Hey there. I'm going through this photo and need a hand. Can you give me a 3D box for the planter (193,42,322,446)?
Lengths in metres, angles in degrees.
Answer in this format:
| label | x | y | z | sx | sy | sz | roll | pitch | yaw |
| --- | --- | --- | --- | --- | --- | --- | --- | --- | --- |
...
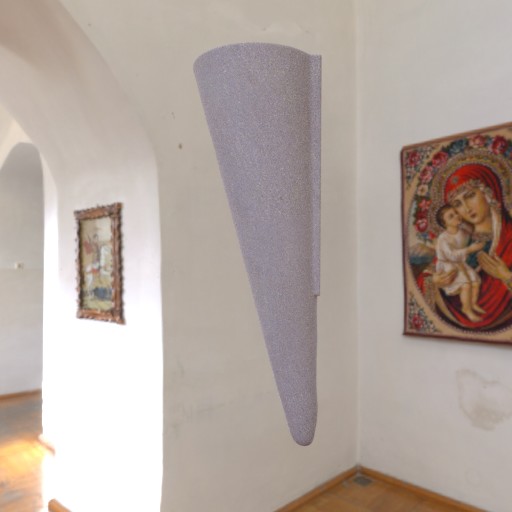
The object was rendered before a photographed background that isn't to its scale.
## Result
| label | x | y | z | sx | sy | sz | roll | pitch | yaw |
| --- | --- | --- | --- | --- | --- | --- | --- | --- | --- |
| planter | 0.000 | 0.000 | 0.306 | 0.087 | 0.259 | 0.078 | 0 | -1 | 0 |
